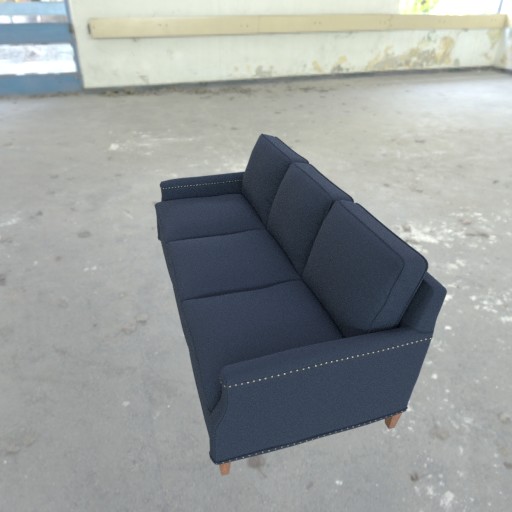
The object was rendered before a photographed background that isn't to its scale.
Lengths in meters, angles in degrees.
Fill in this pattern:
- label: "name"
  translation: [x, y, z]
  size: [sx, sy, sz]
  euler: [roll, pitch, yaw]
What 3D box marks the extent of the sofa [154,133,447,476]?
- label: "sofa"
  translation: [0.000, 0.000, 2.822]
  size: [1.084, 1.003, 2.246]
  euler: [-9, 32, -14]
